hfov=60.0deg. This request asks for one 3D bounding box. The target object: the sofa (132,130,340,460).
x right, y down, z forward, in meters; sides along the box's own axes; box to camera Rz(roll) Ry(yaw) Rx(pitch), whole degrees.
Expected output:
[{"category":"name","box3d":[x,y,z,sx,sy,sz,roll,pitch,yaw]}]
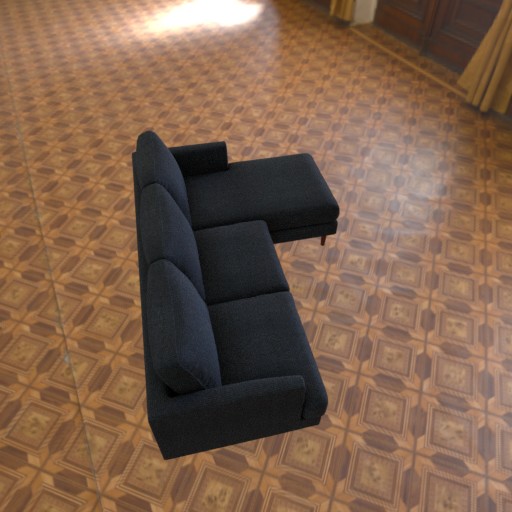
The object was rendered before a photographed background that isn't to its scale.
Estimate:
[{"category":"sofa","box3d":[0.000,0.000,3.007,1.504,0.956,2.233,-9,47,-9]}]
